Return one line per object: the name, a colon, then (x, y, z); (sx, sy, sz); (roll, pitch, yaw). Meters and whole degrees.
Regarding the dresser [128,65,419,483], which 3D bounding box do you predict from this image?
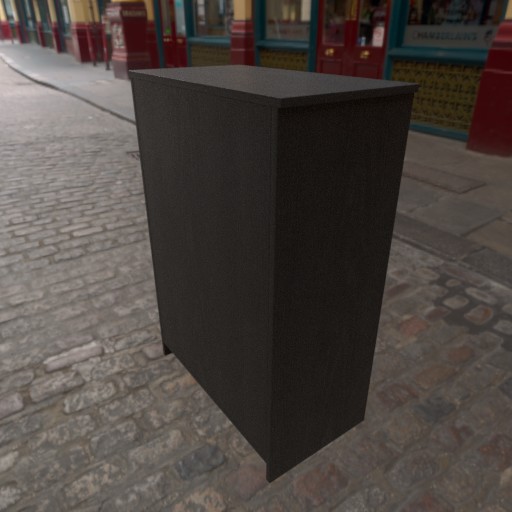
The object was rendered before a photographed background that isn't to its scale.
dresser: (0.000, 0.000, 1.350); (0.398, 1.020, 0.700); (-18, 32, -31)
